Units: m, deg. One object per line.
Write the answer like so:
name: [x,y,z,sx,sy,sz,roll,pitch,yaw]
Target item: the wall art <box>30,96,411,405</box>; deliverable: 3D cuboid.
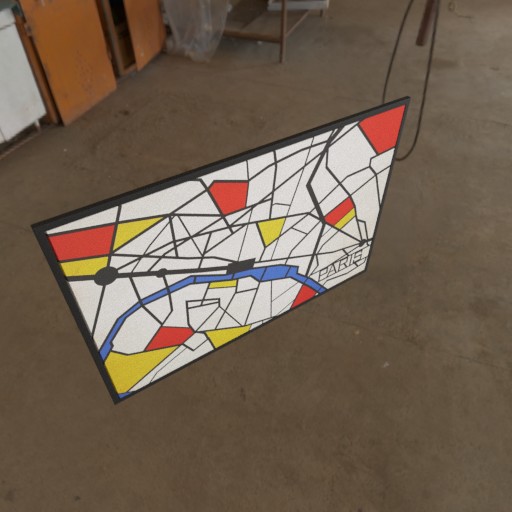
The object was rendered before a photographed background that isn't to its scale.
wall art: [0.000,0.000,1.216,0.963,0.665,0.013,-24,50,-23]
